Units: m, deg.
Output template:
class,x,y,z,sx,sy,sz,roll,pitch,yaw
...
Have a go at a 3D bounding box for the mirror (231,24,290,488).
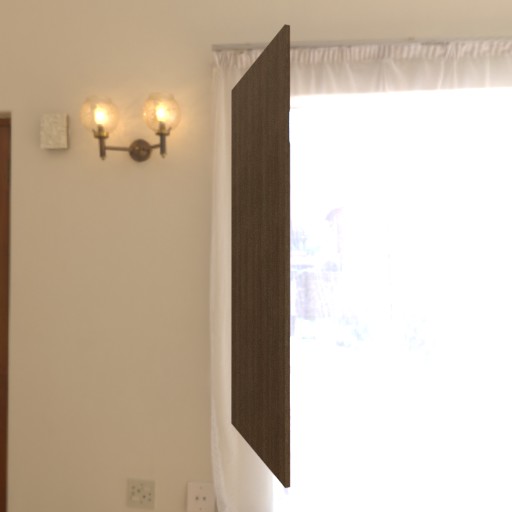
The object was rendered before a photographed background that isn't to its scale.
class,x,y,z,sx,sy,sz,roll,pitch,yaw
mirror,0.000,0.000,2.328,0.025,2.032,0.812,0,0,-20
